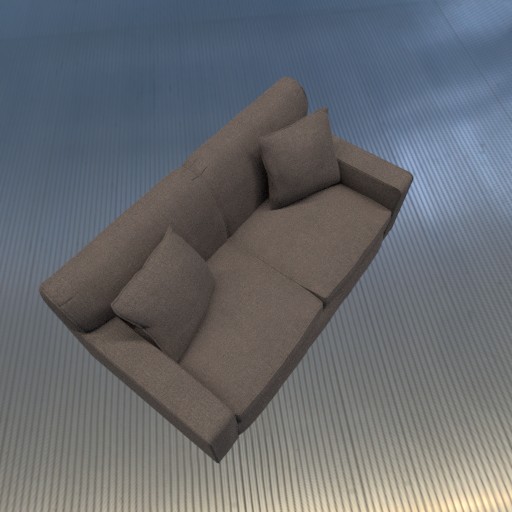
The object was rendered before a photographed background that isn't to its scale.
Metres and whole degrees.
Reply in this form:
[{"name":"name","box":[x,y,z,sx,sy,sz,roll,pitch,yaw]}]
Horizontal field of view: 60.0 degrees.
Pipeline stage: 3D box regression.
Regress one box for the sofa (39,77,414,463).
[{"name":"sofa","box":[0.000,0.000,2.459,1.000,0.958,1.846,33,63,19]}]
